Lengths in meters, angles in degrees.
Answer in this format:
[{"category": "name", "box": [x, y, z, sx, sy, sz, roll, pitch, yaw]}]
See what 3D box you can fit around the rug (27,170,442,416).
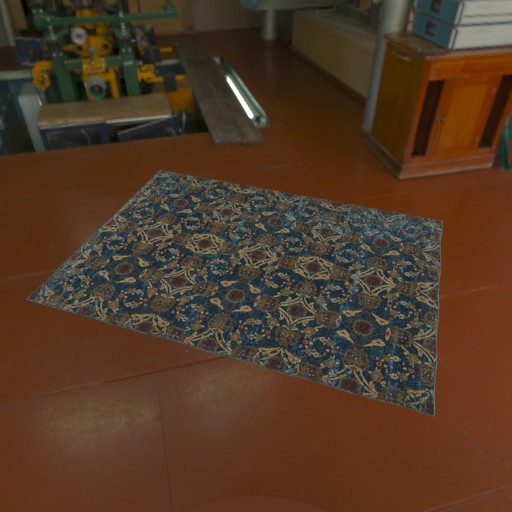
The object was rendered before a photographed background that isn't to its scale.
[{"category": "rug", "box": [0.000, 0.000, 4.170, 3.291, 0.013, 2.337, 13, 42, 15]}]
